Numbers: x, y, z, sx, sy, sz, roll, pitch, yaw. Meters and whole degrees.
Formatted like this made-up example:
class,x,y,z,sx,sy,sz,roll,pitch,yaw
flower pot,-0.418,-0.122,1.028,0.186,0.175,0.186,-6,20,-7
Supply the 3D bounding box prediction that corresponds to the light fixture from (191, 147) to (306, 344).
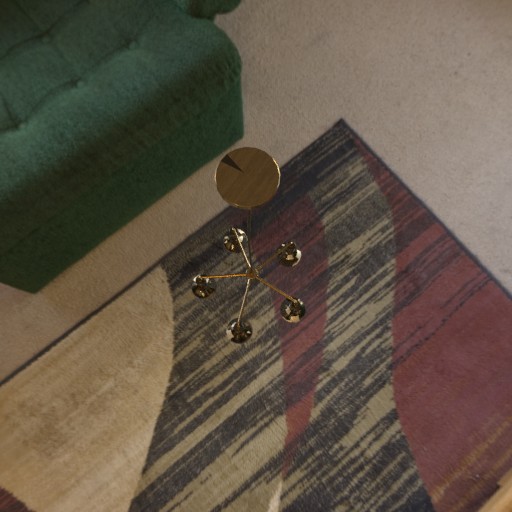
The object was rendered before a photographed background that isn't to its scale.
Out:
class,x,y,z,sx,sy,sz,roll,pitch,yaw
light fixture,0.000,0.000,1.226,0.421,0.988,0.438,32,78,8
